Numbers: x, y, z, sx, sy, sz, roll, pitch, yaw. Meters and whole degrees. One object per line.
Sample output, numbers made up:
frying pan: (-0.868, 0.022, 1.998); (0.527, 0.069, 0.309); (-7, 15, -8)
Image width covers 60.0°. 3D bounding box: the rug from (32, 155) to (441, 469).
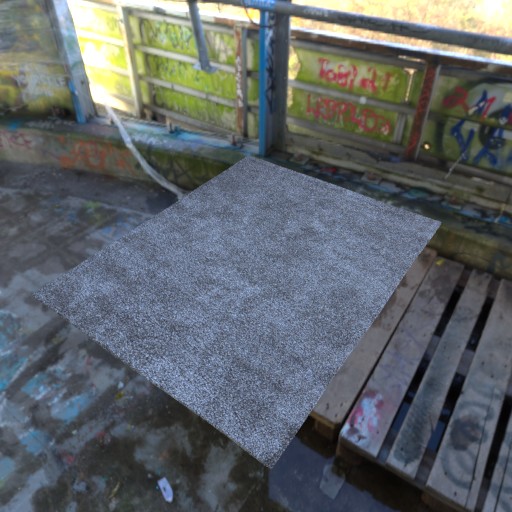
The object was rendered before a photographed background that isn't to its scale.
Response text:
rug: (0.000, 0.000, 4.044); (2.401, 0.025, 3.000); (25, 47, 27)
